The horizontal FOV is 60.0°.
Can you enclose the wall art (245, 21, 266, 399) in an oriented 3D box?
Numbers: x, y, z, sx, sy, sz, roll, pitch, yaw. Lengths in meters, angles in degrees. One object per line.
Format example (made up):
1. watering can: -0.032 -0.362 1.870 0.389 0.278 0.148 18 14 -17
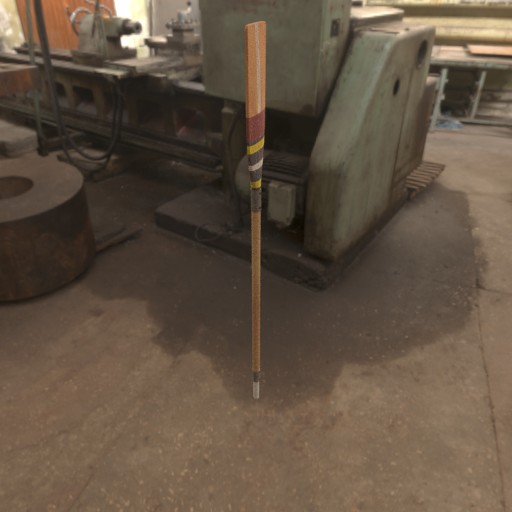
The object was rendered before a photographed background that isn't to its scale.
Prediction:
1. wall art: 0.000 0.000 1.667 0.038 1.556 0.146 11 33 18
